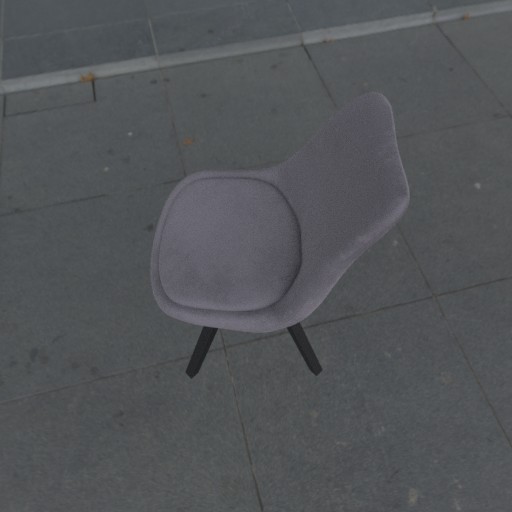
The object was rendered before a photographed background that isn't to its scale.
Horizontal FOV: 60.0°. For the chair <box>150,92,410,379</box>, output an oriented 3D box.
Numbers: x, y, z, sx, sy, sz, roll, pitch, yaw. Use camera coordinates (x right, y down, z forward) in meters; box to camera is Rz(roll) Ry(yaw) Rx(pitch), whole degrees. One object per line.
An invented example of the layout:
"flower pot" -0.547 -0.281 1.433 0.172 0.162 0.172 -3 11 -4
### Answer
"chair" 0.000 0.000 1.196 0.550 0.850 0.485 0 60 0
